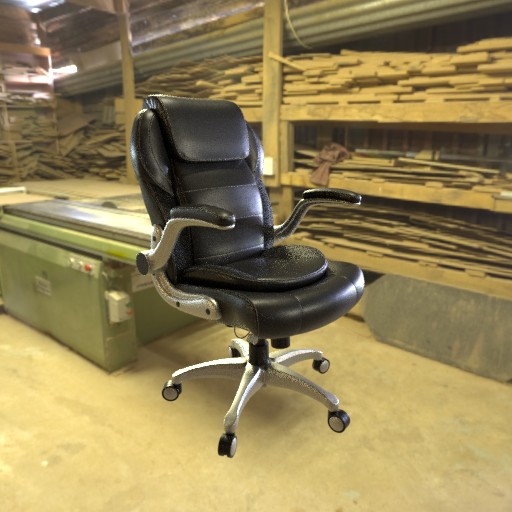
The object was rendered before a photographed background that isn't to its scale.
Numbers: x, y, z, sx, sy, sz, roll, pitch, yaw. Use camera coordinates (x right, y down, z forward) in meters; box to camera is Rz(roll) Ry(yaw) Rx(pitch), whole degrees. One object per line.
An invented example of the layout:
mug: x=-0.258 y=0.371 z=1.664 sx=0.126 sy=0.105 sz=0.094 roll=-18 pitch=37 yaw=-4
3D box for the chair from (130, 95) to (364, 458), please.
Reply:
chair: x=0.000 y=0.000 z=1.631 sx=0.801 sy=1.141 sz=0.724 roll=14 pitch=20 yaw=43
